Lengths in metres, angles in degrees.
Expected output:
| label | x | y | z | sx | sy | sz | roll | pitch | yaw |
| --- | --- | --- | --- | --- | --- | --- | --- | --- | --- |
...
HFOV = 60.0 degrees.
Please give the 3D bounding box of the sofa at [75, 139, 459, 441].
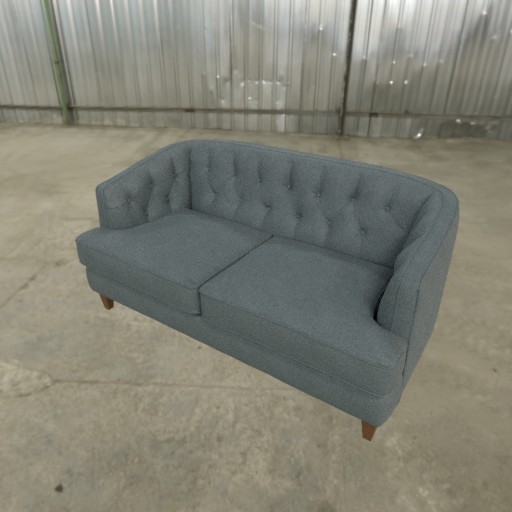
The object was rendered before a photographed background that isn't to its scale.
| label | x | y | z | sx | sy | sz | roll | pitch | yaw |
| --- | --- | --- | --- | --- | --- | --- | --- | --- | --- |
| sofa | 0.000 | 0.000 | 2.231 | 1.733 | 0.855 | 0.941 | 18 | 34 | 30 |
